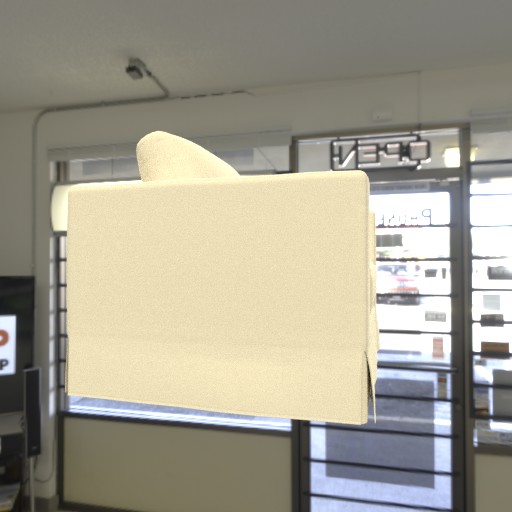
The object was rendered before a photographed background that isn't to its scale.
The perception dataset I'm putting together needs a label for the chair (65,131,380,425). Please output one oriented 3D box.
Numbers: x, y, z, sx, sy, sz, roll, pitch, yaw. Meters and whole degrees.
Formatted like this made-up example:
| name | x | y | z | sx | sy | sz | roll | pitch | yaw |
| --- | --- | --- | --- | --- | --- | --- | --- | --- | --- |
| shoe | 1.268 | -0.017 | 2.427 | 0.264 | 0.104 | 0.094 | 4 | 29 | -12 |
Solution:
| name | x | y | z | sx | sy | sz | roll | pitch | yaw |
| --- | --- | --- | --- | --- | --- | --- | --- | --- | --- |
| chair | 0.000 | 0.000 | 1.800 | 0.957 | 0.878 | 1.150 | 0 | -1 | 16 |
